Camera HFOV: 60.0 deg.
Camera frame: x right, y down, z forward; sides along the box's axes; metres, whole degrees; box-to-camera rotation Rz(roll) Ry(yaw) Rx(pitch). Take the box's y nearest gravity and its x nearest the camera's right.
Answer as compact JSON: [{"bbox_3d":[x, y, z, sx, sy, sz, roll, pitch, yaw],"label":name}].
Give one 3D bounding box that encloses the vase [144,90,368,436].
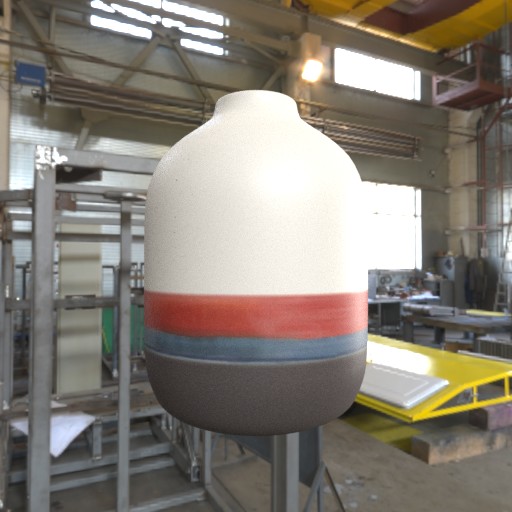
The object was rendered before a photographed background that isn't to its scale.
[{"bbox_3d":[0.000,0.000,0.346,0.169,0.237,0.169,0,-1,0],"label":"vase"}]
